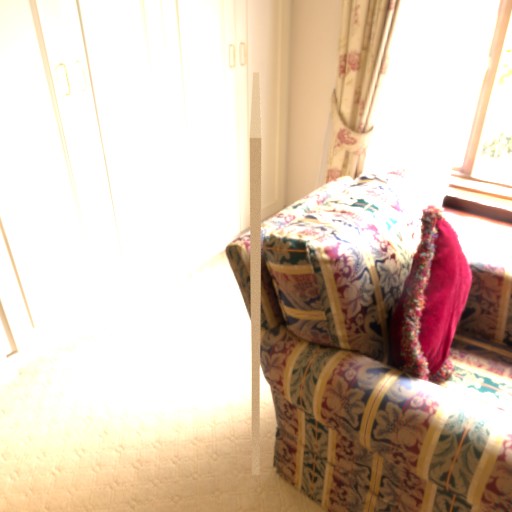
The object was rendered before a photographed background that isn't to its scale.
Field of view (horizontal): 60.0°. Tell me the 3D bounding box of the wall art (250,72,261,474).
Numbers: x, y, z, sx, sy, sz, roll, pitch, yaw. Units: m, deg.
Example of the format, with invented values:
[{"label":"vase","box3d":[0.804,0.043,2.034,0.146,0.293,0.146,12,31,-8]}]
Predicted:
[{"label":"wall art","box3d":[0.000,0.000,0.802,0.012,0.557,0.482,0,30,0]}]
